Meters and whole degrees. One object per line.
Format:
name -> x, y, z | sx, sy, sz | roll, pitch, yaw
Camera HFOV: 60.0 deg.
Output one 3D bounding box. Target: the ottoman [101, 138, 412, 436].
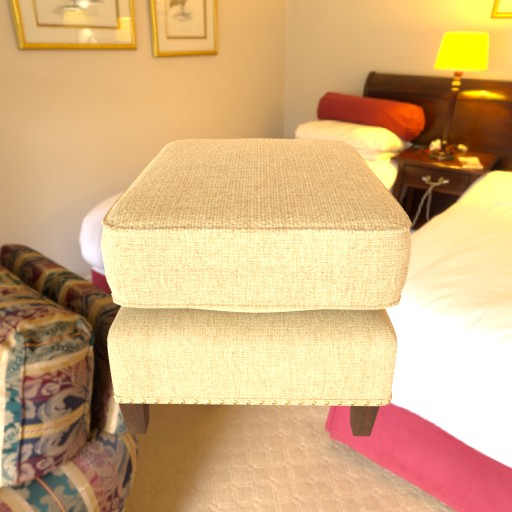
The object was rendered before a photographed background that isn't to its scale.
ottoman -> 0.000, 0.000, 1.162 | 0.589, 0.537, 0.738 | 0, 27, 1
